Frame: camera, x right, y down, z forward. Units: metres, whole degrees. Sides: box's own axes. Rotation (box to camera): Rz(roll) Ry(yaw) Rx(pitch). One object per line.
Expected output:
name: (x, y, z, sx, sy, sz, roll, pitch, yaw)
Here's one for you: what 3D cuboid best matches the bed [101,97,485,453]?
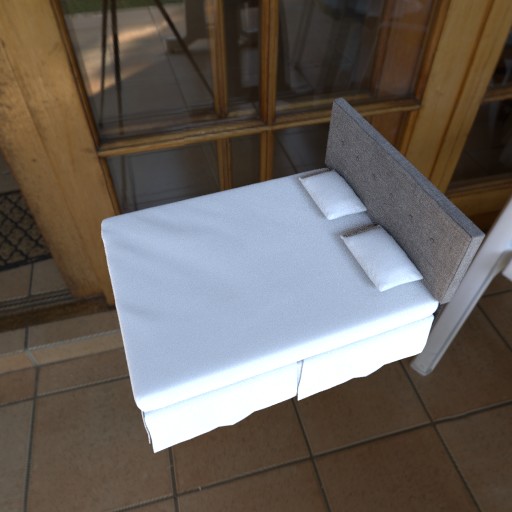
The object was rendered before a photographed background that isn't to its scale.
bed: (0.000, 0.000, 2.998, 1.958, 1.168, 1.621, -15, 49, -14)
